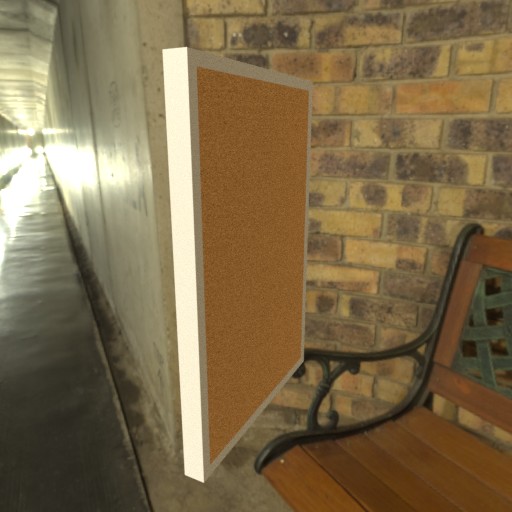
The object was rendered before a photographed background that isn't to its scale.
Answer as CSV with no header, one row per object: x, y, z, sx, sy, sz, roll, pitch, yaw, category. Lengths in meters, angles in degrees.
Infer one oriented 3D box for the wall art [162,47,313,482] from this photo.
0.000,0.000,0.841,0.038,0.657,0.450,8,18,26,wall art
